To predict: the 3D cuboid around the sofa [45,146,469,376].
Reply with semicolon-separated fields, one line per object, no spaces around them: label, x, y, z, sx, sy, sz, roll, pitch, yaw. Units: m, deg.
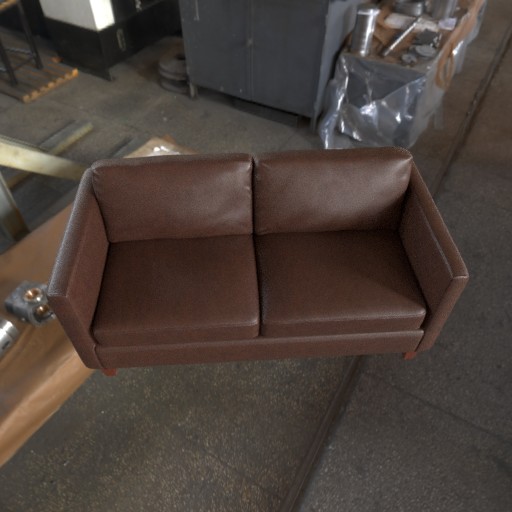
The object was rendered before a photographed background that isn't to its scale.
sofa;0.000;0.000;2.434;1.883;0.933;0.951;-3;48;-2
